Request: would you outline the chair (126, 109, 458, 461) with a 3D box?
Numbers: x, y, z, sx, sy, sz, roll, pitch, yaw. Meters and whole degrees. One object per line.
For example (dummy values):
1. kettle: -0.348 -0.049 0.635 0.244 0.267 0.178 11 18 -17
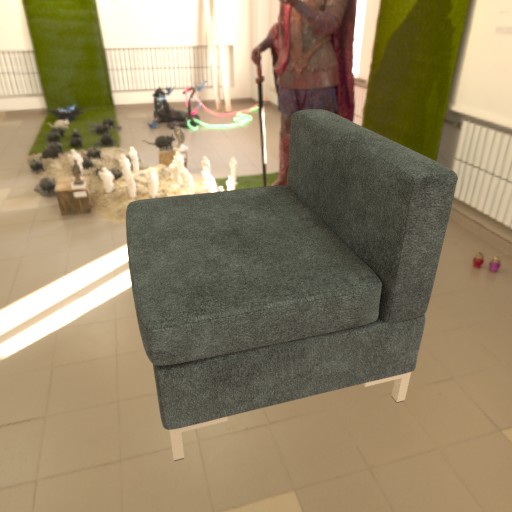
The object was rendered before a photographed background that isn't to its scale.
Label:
1. chair: 0.000 0.000 1.235 0.680 0.660 0.680 -9 31 -15
